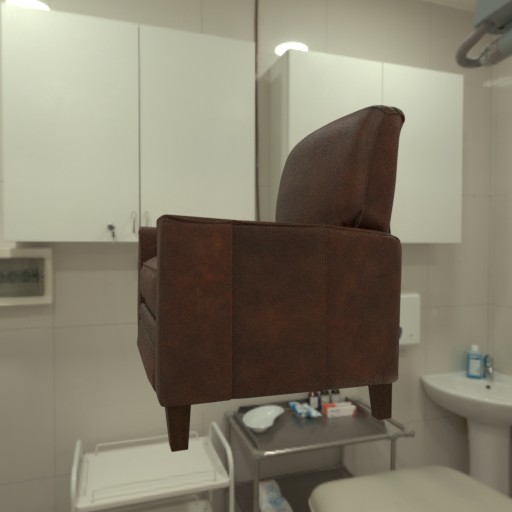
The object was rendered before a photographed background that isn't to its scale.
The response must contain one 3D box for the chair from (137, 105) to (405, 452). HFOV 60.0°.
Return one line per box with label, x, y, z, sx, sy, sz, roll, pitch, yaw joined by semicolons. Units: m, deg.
chair;0.000;0.000;1.652;0.836;1.043;0.843;-1;2;-19
